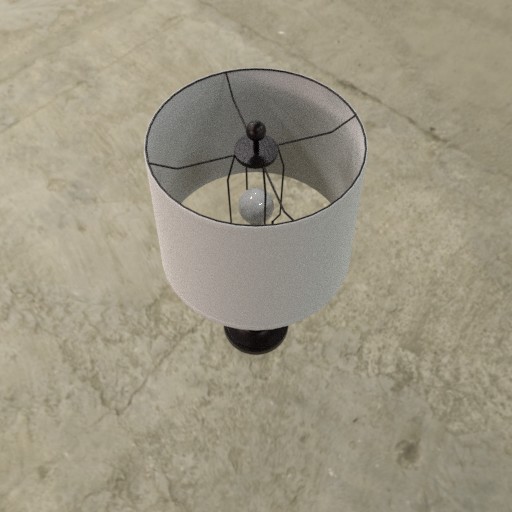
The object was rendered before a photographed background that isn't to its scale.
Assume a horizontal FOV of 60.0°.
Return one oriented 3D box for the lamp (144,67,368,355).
[{"bbox_3d":[0.000,0.000,0.947,0.383,0.726,0.383,0,58,0],"label":"lamp"}]
